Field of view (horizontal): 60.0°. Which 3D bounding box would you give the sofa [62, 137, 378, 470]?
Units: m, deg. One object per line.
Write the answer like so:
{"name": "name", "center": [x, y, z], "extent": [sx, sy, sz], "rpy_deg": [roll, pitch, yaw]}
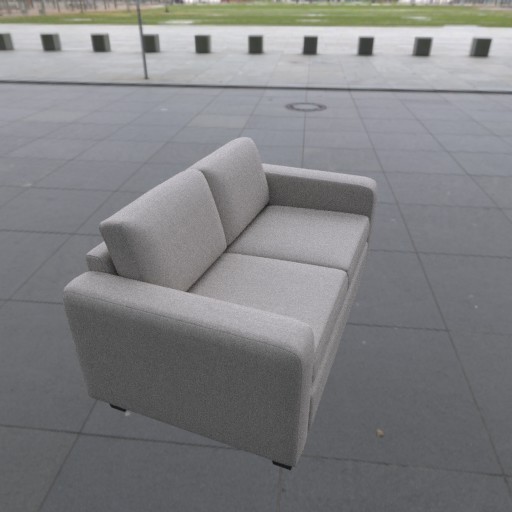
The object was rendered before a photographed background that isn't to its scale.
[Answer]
{"name": "sofa", "center": [0.000, 0.000, 2.090], "extent": [0.900, 0.800, 1.540], "rpy_deg": [11, 32, 18]}
